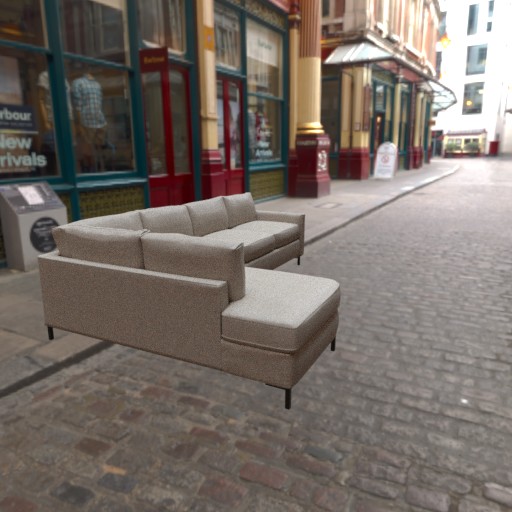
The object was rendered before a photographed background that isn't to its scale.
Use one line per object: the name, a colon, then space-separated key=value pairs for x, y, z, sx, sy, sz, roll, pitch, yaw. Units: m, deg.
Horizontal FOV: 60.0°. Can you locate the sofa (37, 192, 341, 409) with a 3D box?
sofa: x=0.000 y=0.000 z=3.209 sx=1.617 sy=0.703 sz=2.423 roll=7 pitch=15 yaw=26
